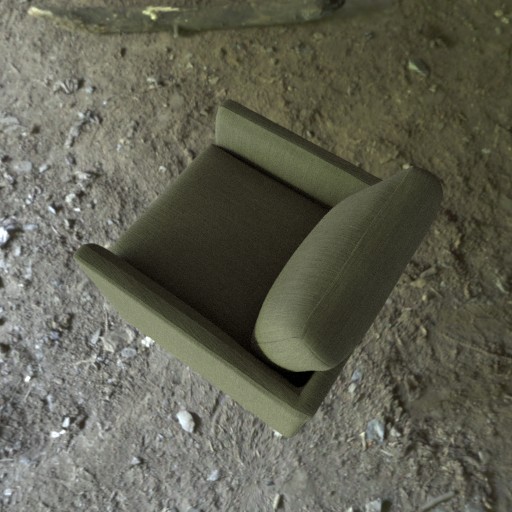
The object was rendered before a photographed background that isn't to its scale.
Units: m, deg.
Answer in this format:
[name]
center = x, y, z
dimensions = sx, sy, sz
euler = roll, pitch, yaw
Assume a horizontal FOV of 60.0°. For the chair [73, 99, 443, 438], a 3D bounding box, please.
[chair]
center = 0.000, 0.000, 1.474
dimensions = 0.834, 0.811, 0.763
euler = 32, 68, 15
